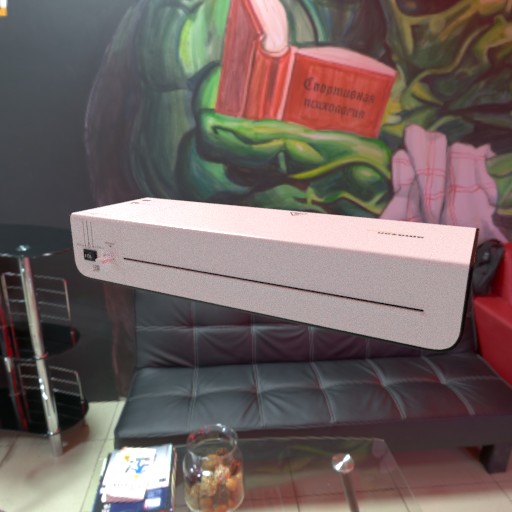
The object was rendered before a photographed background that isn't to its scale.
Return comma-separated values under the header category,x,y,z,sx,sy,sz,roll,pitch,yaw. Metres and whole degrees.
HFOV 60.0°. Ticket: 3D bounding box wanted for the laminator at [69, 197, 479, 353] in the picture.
category,x,y,z,sx,sy,sz,roll,pitch,yaw
laminator,0.000,0.000,0.386,0.340,0.062,0.123,8,18,26
